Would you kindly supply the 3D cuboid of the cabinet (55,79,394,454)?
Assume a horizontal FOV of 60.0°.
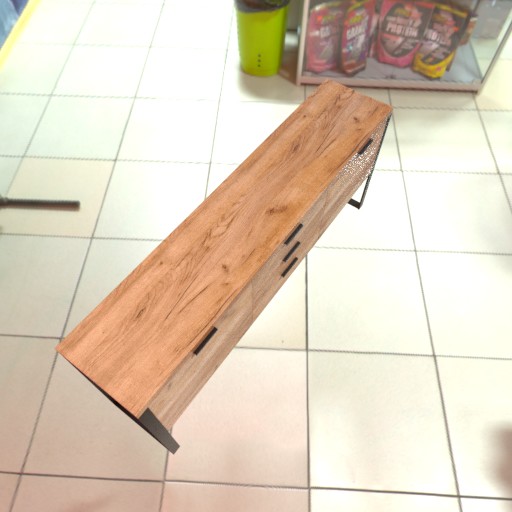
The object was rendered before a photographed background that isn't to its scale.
[{"bbox_3d":[0.000,0.000,2.160,0.395,0.762,1.800,31,63,18],"label":"cabinet"}]
